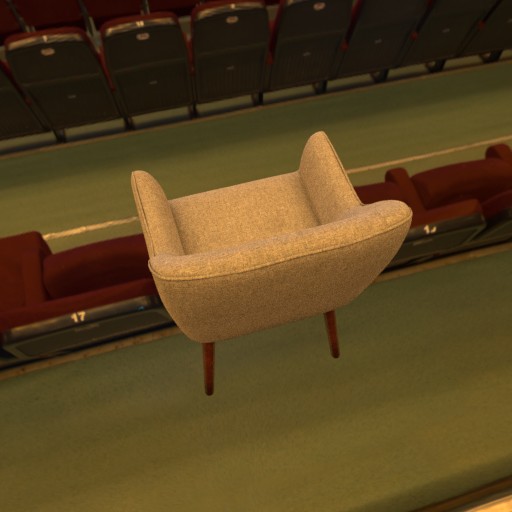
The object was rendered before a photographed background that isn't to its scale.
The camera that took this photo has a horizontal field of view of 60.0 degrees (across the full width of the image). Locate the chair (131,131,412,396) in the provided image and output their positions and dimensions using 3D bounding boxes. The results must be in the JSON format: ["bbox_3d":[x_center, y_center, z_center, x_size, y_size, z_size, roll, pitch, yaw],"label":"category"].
[{"bbox_3d":[0.000,0.000,1.194,0.543,0.803,0.519,-14,60,-8],"label":"chair"}]
